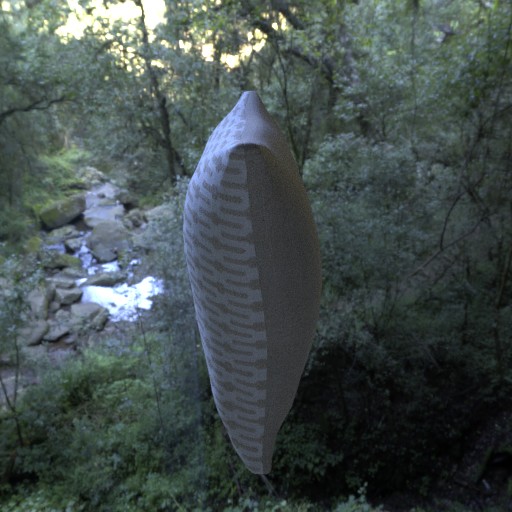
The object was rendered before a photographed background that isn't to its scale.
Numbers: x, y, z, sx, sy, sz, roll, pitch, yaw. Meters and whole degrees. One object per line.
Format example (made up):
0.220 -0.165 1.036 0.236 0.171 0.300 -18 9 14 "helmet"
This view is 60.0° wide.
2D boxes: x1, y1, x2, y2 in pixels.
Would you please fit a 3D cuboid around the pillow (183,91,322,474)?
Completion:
0.000 0.000 0.769 0.219 0.491 0.496 0 26 0 "pillow"
